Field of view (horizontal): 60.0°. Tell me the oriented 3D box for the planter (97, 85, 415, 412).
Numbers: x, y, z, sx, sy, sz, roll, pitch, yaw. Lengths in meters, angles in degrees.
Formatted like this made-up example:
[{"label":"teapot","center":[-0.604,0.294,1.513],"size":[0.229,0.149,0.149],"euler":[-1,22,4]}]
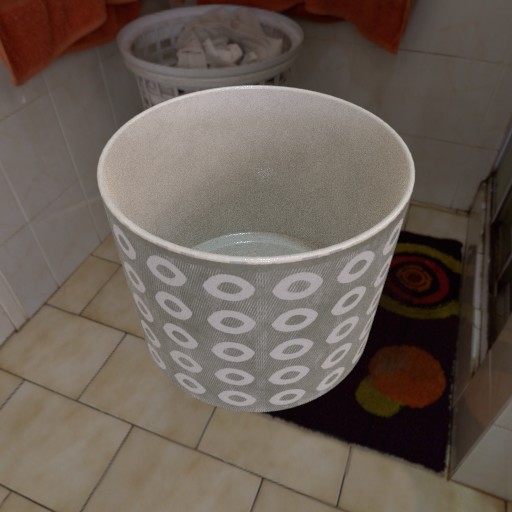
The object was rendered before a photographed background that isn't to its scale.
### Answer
[{"label":"planter","center":[0.000,0.000,0.336],"size":[0.190,0.181,0.190],"euler":[0,45,0]}]
